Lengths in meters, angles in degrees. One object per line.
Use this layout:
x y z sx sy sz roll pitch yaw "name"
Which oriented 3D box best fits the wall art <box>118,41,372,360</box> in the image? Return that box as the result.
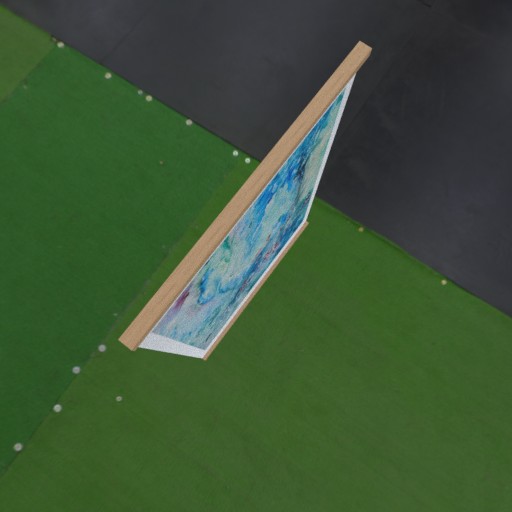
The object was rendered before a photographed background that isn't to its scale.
0.000 0.000 0.618 0.013 0.510 0.335 36 79 8 "wall art"
